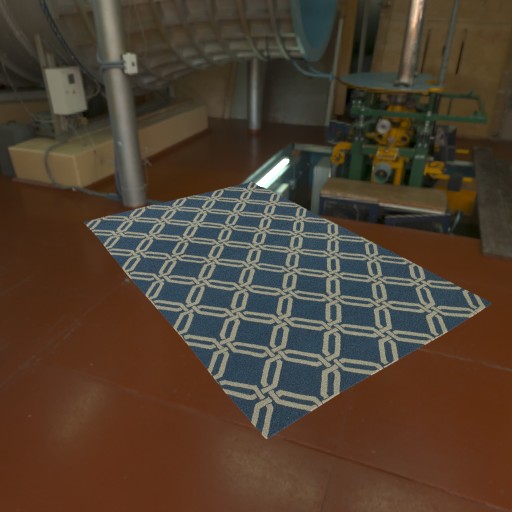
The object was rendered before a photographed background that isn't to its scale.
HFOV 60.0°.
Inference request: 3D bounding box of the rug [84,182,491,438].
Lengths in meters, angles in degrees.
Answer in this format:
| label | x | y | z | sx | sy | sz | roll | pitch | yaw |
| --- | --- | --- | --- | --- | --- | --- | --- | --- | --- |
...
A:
| label | x | y | z | sx | sy | sz | roll | pitch | yaw |
| --- | --- | --- | --- | --- | --- | --- | --- | --- | --- |
| rug | 0.000 | 0.000 | 2.151 | 1.153 | 0.010 | 1.755 | -19 | 35 | -30 |
